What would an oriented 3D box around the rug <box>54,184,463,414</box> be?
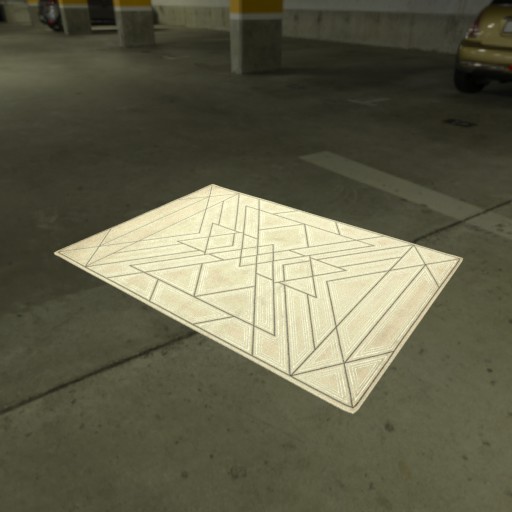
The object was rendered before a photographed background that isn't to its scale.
[{"bbox_3d":[0.000,0.000,4.489,3.381,0.026,2.436,21,36,32],"label":"rug"}]
